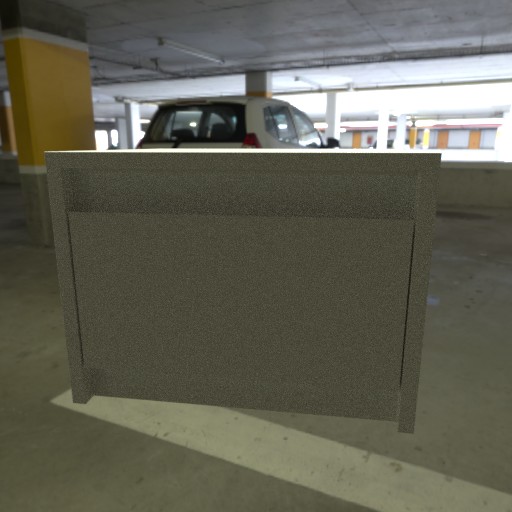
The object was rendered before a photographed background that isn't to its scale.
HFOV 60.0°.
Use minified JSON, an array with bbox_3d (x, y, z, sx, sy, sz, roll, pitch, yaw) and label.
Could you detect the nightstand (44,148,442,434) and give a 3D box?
[{"bbox_3d":[0.000,0.000,0.754,0.470,0.351,0.408,2,14,8],"label":"nightstand"}]
